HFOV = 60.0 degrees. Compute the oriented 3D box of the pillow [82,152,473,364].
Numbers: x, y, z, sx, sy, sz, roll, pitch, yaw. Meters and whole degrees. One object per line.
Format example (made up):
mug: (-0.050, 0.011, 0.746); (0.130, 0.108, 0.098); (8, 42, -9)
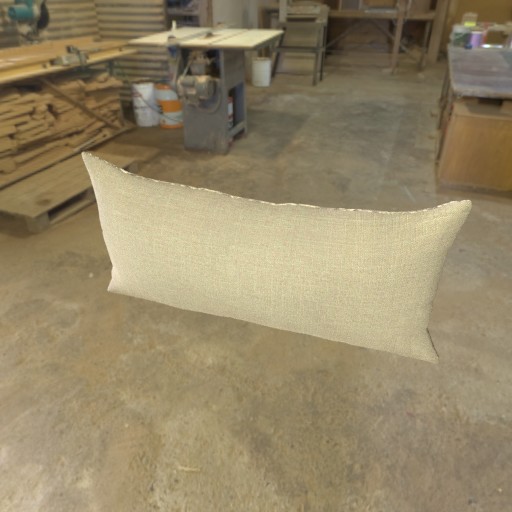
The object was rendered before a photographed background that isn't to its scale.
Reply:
pillow: (0.000, 0.000, 0.736); (0.631, 0.290, 0.148); (10, 33, 16)
